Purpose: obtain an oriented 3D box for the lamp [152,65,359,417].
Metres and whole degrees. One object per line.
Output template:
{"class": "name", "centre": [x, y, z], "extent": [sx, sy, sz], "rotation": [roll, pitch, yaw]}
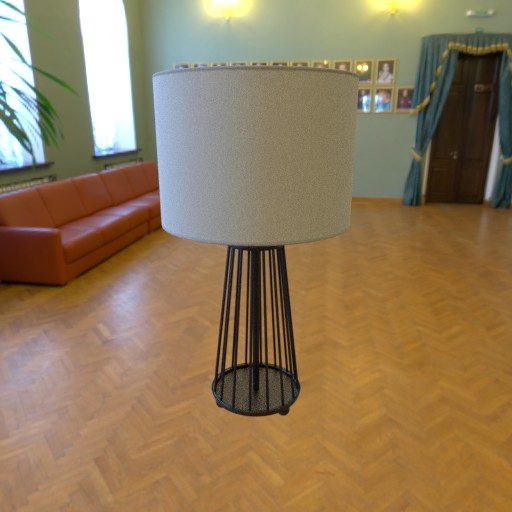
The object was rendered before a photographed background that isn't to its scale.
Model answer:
{"class": "lamp", "centre": [0.000, 0.000, 0.791], "extent": [0.322, 0.593, 0.322], "rotation": [2, 17, 7]}
